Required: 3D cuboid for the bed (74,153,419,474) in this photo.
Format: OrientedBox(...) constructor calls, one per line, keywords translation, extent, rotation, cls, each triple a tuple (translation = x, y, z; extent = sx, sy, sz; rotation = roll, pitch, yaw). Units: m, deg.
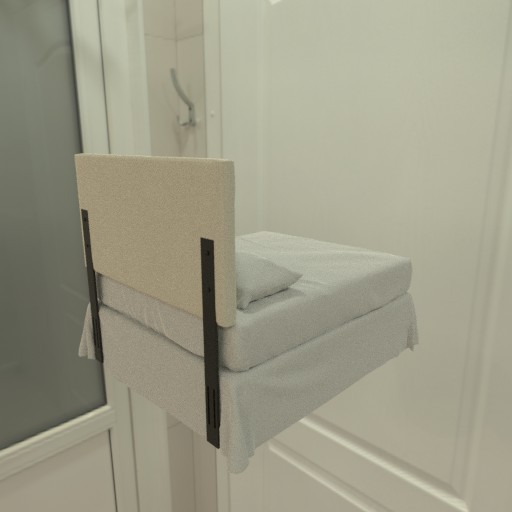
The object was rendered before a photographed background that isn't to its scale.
OrientedBox(translation=(0.000, 0.000, 3.475), extent=(2.222, 1.577, 1.936), rotation=(-14, 20, -43), cls="bed")
